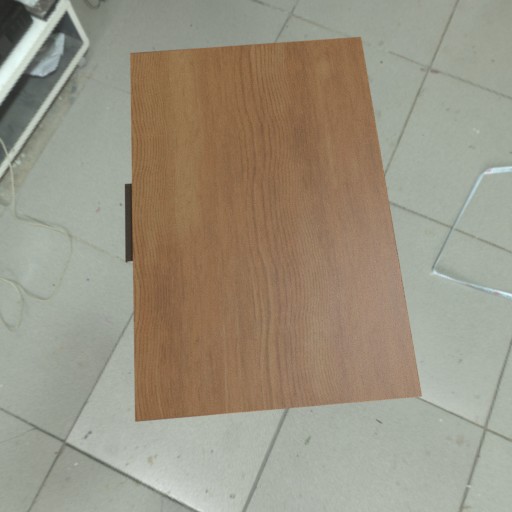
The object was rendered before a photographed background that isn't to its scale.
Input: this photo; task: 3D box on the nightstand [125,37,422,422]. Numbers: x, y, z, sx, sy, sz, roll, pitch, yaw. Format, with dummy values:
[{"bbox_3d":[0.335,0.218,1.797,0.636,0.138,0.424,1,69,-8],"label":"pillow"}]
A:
[{"bbox_3d":[0.000,0.000,1.003,0.427,0.615,0.613,-5,75,-1],"label":"nightstand"}]
